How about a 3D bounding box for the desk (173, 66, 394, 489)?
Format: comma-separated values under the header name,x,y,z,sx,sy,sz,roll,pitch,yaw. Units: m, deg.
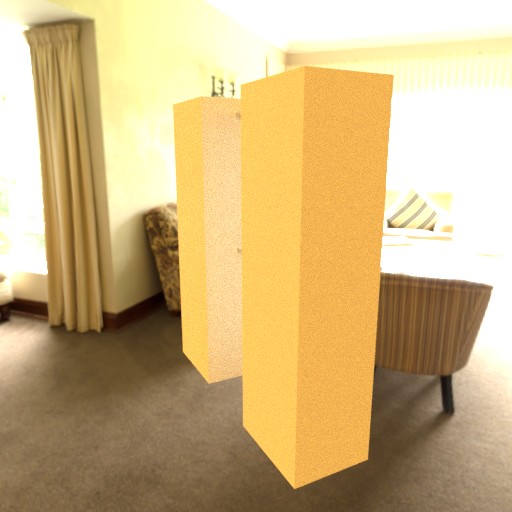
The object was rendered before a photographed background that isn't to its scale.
name,x,y,z,sx,sy,sz,roll,pitch,yaw
desk,0.000,0.000,2.884,0.480,2.000,1.770,-7,15,-27
